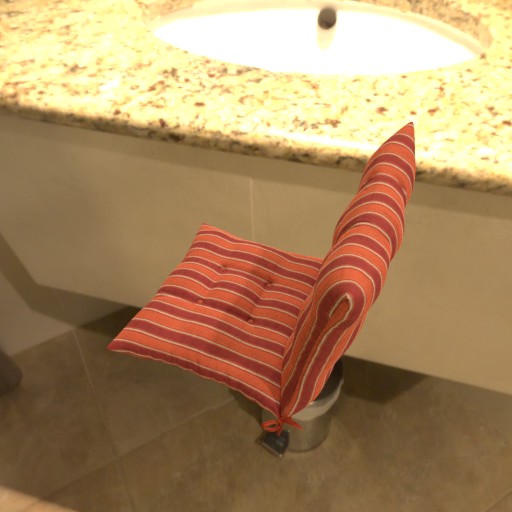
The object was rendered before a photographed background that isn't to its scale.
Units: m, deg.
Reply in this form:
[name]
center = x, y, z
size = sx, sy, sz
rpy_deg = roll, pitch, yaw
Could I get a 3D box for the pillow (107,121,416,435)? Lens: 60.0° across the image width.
[pillow]
center = 0.000, 0.000, 1.013
size = 0.585, 0.536, 0.541
rpy_deg = 18, 50, 16
